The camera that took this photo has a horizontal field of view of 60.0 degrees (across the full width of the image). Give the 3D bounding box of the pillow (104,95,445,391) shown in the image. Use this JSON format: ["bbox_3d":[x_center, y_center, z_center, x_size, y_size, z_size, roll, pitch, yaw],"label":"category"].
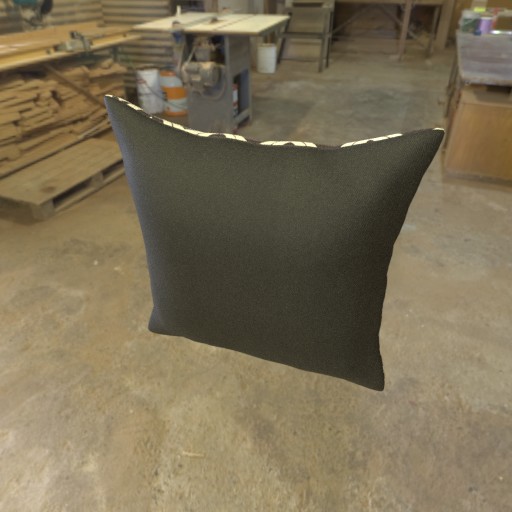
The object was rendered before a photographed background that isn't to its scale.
[{"bbox_3d":[0.000,0.000,0.760,0.504,0.494,0.188,11,35,16],"label":"pillow"}]
